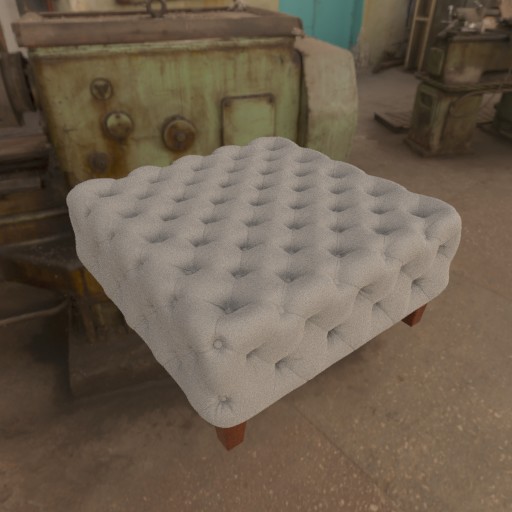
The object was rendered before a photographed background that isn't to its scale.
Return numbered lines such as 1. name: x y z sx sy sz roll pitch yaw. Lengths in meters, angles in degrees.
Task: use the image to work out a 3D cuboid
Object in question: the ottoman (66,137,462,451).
1. ottoman: 0.000 0.000 1.440 0.917 0.439 0.911 -23 40 -30
